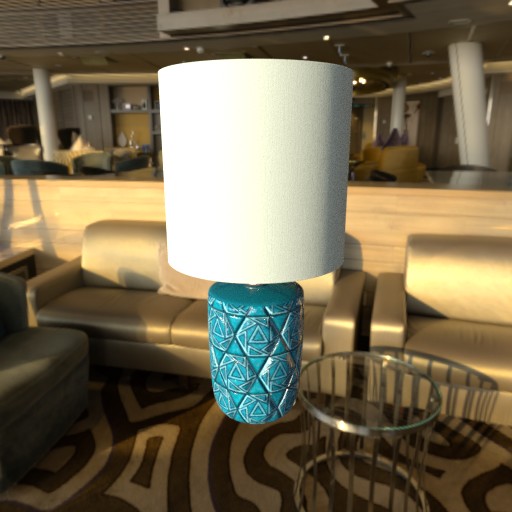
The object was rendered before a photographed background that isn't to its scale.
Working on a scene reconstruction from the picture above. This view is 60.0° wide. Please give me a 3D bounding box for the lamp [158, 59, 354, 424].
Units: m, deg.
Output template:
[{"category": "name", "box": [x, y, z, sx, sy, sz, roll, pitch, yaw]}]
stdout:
[{"category": "lamp", "box": [0.000, 0.000, 0.495, 0.193, 0.377, 0.193, 2, 15, 9]}]
